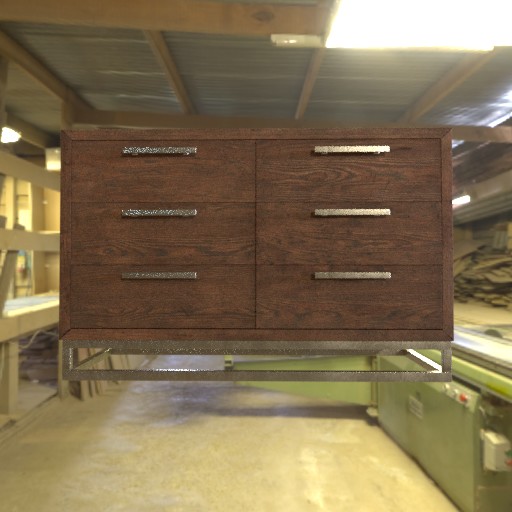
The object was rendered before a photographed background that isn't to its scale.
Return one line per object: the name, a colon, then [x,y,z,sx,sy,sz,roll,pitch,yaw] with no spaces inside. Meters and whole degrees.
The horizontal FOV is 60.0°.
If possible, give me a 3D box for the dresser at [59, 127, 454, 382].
dresser: [0.000,0.000,2.133,1.646,1.061,0.623,0,-1,1]
